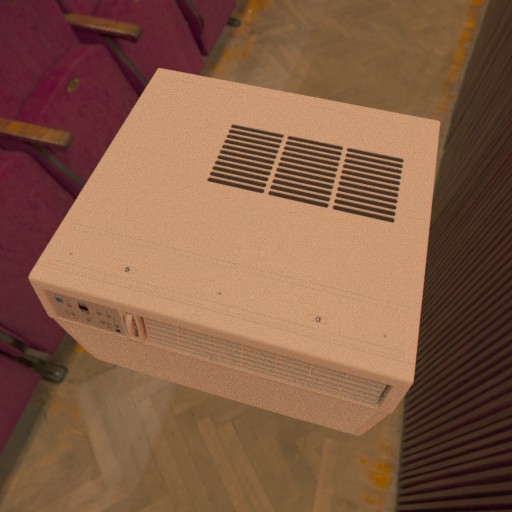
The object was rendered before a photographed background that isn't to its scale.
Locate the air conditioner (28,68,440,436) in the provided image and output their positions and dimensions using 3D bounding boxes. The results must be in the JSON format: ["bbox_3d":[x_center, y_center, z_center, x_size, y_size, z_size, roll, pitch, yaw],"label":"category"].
[{"bbox_3d":[0.000,0.000,1.030,0.645,0.455,0.599,14,60,8],"label":"air conditioner"}]
